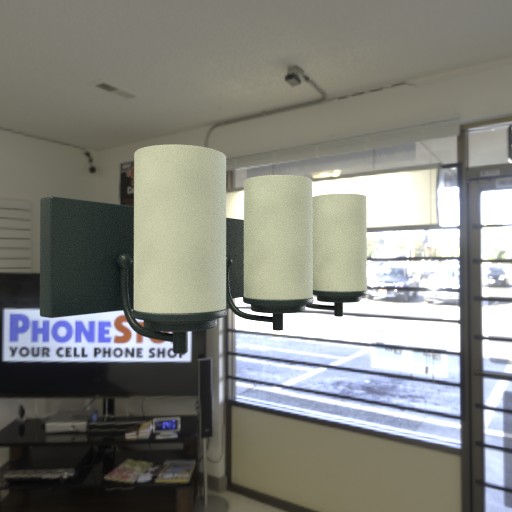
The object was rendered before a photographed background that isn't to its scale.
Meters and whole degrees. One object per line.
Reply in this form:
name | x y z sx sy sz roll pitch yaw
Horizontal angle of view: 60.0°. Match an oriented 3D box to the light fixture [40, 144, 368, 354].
light fixture | 0.000 0.000 0.532 0.145 0.172 0.451 0 -1 36
